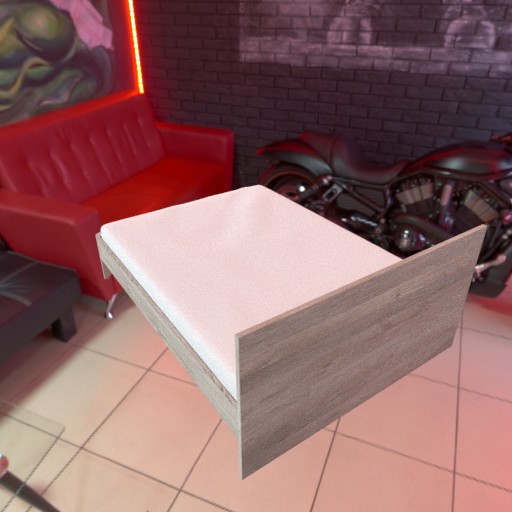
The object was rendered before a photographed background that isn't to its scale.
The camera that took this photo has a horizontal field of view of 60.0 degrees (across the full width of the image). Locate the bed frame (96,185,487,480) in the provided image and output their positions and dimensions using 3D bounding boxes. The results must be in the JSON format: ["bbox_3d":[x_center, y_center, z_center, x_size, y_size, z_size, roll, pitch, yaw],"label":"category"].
[{"bbox_3d":[0.000,0.000,2.766,1.490,0.800,1.950,-19,36,-29],"label":"bed frame"}]
